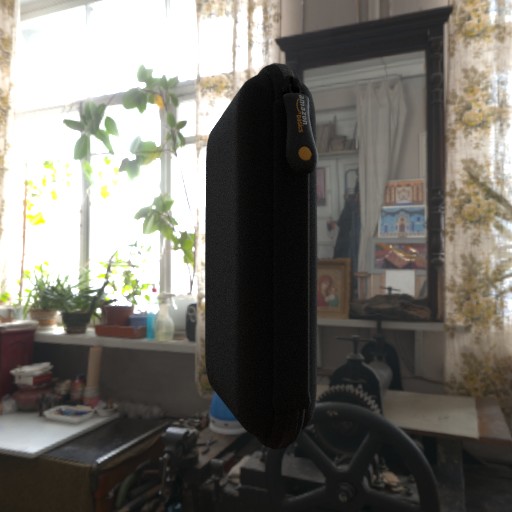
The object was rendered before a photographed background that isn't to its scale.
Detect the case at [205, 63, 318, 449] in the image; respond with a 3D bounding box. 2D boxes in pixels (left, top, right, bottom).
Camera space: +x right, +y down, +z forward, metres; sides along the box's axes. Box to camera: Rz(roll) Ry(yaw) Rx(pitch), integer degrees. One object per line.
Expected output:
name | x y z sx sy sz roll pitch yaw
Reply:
case | 0.000 0.000 0.193 0.030 0.147 0.107 0 -1 -17
